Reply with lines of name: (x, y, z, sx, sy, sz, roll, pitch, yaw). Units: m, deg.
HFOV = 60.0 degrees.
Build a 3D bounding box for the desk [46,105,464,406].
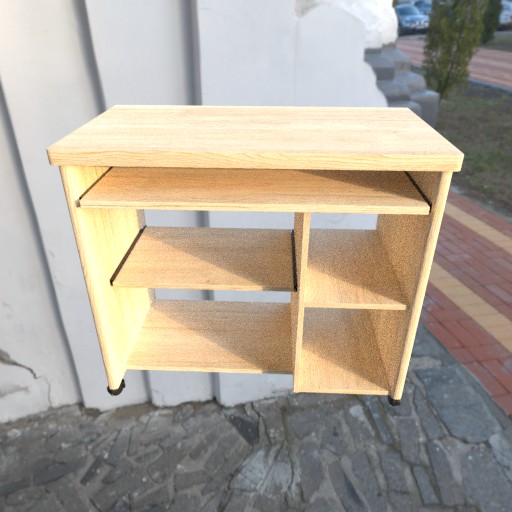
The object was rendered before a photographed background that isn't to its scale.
desk: (0.000, 0.000, 1.324, 0.885, 0.770, 0.480, 1, 30, 2)
